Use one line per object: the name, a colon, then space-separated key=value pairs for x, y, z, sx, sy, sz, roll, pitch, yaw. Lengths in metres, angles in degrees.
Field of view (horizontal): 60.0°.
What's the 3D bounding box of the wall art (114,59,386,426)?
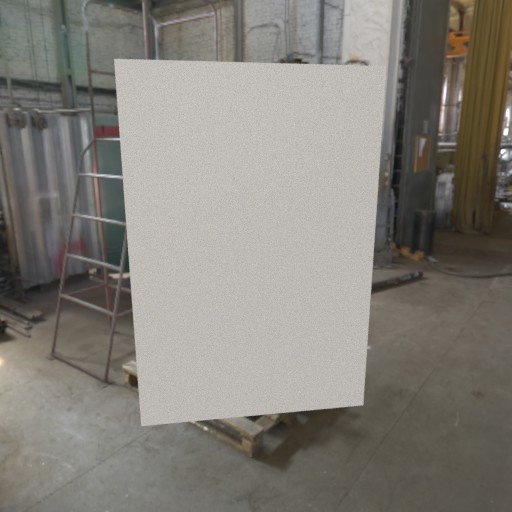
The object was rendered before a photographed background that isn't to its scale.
wall art: x=0.000 y=0.000 z=0.588 sx=0.325 sy=0.474 sz=0.010 roll=-2 pitch=15 yaw=-9
